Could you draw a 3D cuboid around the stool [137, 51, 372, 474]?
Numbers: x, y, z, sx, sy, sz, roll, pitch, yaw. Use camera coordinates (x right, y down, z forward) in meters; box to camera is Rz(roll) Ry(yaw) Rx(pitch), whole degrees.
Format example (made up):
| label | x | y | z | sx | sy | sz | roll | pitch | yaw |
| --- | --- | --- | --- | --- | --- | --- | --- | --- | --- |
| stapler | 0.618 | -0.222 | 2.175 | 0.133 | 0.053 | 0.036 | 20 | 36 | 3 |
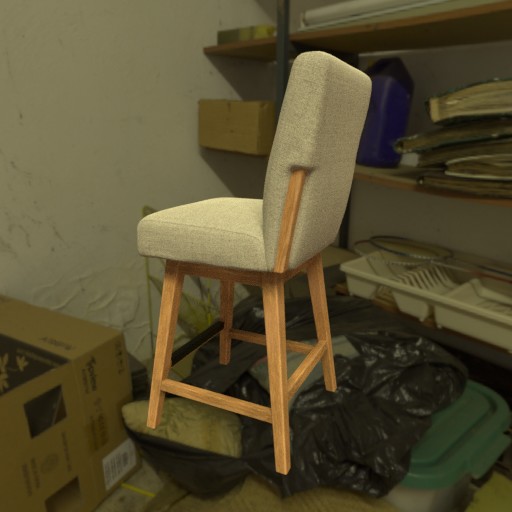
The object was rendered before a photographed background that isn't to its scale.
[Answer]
| label | x | y | z | sx | sy | sz | roll | pitch | yaw |
| --- | --- | --- | --- | --- | --- | --- | --- | --- | --- |
| stool | 0.000 | 0.000 | 1.291 | 0.526 | 1.010 | 0.459 | 7 | 17 | 25 |
